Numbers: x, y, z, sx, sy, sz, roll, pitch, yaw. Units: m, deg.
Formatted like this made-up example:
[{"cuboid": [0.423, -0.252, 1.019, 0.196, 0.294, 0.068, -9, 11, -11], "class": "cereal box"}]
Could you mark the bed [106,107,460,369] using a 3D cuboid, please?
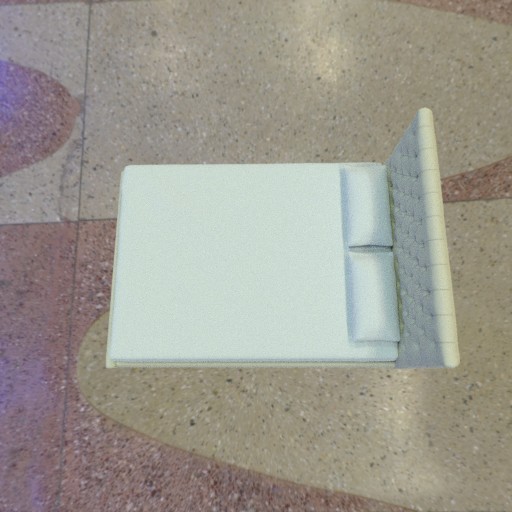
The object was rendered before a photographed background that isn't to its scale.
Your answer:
[{"cuboid": [0.000, 0.000, 3.421, 2.387, 1.427, 1.698, 0, 76, 0], "class": "bed"}]
